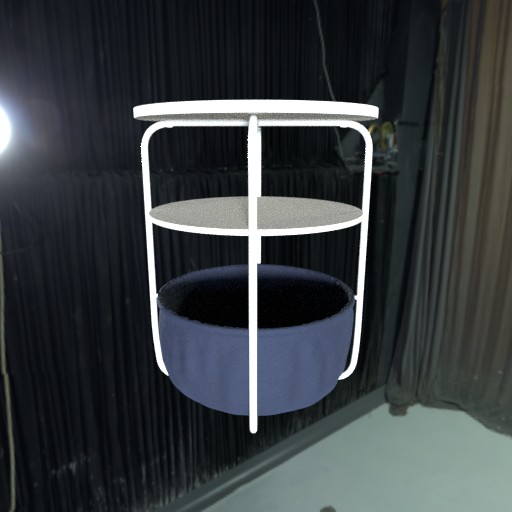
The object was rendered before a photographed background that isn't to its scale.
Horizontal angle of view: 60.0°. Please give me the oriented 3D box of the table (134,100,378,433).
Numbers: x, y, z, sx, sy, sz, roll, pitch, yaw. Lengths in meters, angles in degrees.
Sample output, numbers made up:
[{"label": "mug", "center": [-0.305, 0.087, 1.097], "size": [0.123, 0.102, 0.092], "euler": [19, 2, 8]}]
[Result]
[{"label": "table", "center": [0.000, 0.000, 0.851], "size": [0.418, 0.532, 0.418], "euler": [-13, 20, -42]}]
